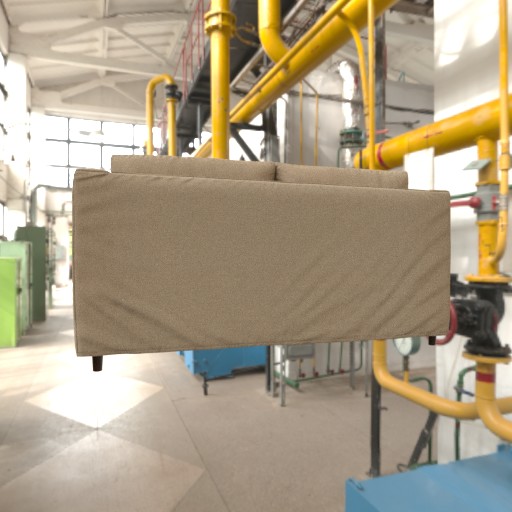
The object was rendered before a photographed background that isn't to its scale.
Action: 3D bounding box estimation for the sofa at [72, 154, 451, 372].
[{"bbox_3d":[0.000,0.000,2.679,2.010,1.018,1.072,0,0,-19],"label":"sofa"}]
